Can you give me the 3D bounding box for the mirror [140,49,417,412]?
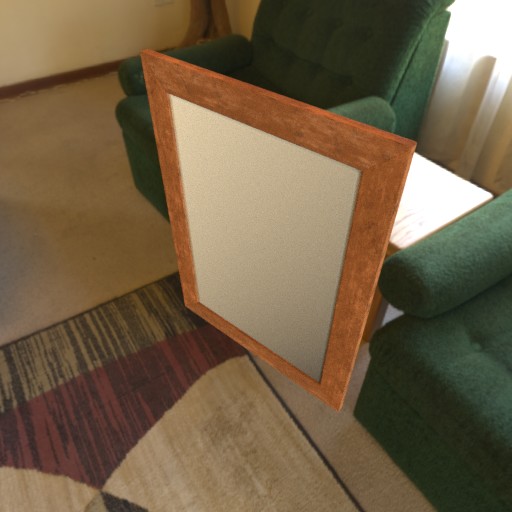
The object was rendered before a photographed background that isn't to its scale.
[{"bbox_3d":[0.000,0.000,1.425,0.796,1.099,0.028,30,52,27],"label":"mirror"}]
